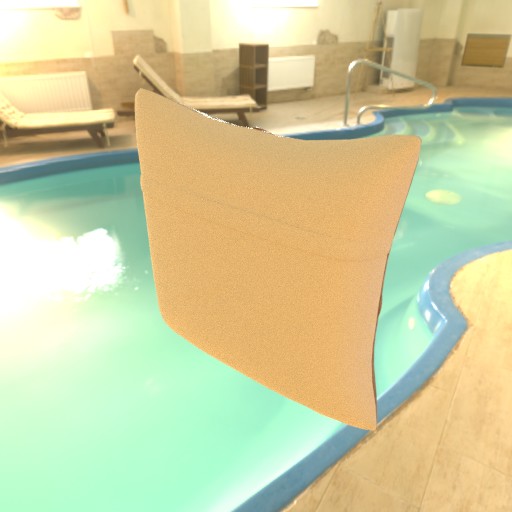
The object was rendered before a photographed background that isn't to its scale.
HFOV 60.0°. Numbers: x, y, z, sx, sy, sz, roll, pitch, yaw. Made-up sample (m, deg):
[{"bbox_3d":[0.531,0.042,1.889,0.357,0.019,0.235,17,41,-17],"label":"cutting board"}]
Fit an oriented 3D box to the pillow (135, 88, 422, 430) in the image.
[{"bbox_3d":[0.000,0.000,0.713,0.484,0.470,0.192,21,36,32],"label":"pillow"}]
